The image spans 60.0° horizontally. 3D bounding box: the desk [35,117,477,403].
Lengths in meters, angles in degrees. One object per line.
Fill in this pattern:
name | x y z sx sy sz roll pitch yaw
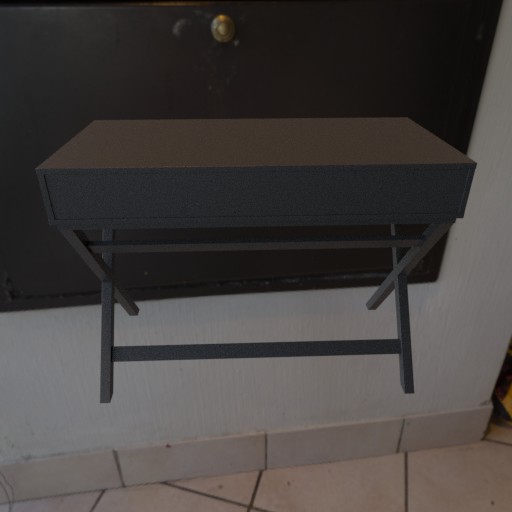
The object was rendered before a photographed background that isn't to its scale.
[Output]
desk | 0.000 0.000 1.470 1.057 0.780 0.504 -1 30 -2
